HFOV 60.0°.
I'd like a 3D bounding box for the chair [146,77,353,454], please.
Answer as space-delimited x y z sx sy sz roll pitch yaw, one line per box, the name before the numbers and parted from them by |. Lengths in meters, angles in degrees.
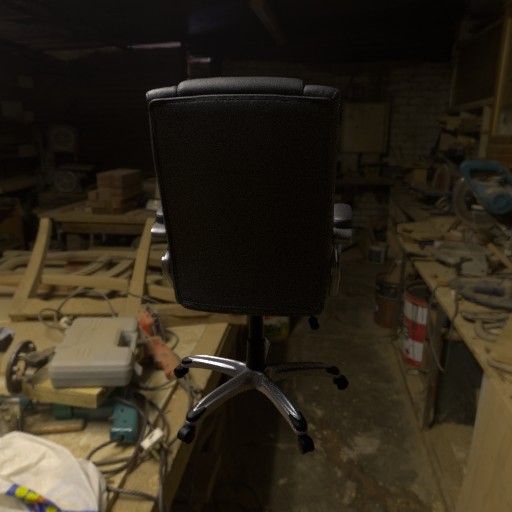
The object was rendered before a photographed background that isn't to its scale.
chair | 0.000 0.000 1.582 0.721 1.130 0.719 2 16 8
